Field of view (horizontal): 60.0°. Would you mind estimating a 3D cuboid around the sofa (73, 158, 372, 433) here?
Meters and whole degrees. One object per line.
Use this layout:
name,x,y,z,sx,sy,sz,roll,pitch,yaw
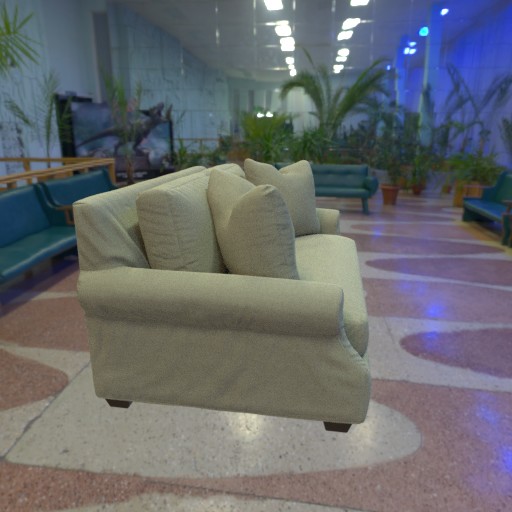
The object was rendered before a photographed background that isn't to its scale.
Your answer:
sofa,0.000,0.000,2.202,1.070,0.905,1.550,3,17,9
